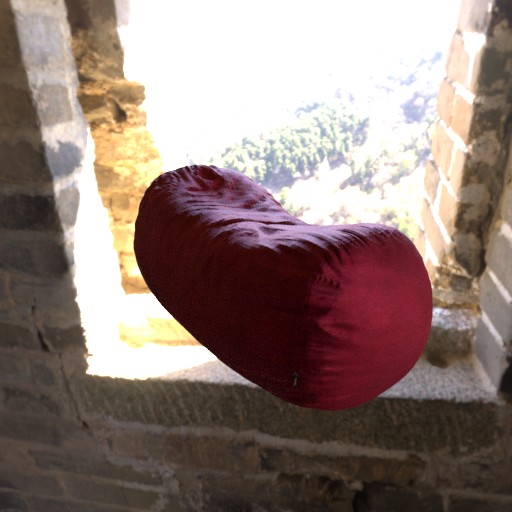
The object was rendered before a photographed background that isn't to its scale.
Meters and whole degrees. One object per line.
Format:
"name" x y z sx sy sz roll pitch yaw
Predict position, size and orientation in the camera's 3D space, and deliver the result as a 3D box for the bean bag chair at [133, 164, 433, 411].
"bean bag chair" 0.000 0.000 2.851 1.216 0.867 2.293 -17 30 -33
